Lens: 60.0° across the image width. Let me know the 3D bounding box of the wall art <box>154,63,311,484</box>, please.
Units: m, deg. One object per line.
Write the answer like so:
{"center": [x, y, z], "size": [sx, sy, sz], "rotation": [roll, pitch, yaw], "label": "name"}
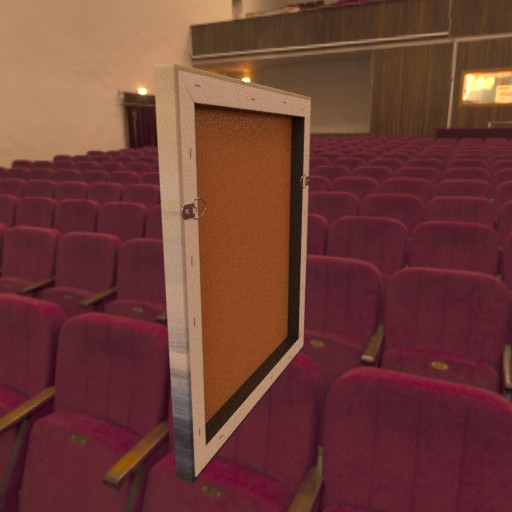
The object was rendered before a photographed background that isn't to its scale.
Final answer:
{"center": [0.000, 0.000, 0.984], "size": [0.041, 0.710, 0.608], "rotation": [7, 16, 24], "label": "wall art"}
